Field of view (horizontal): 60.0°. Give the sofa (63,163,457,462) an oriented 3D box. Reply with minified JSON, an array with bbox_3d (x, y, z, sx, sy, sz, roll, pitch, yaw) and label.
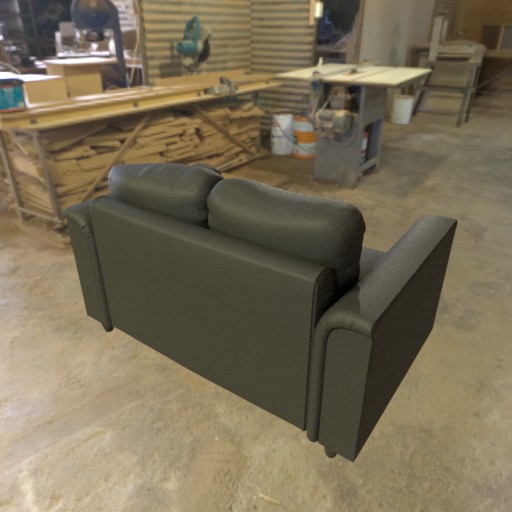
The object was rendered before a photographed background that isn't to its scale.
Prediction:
[{"bbox_3d":[0.000,0.000,1.915,1.386,0.845,0.887,19,33,31],"label":"sofa"}]
